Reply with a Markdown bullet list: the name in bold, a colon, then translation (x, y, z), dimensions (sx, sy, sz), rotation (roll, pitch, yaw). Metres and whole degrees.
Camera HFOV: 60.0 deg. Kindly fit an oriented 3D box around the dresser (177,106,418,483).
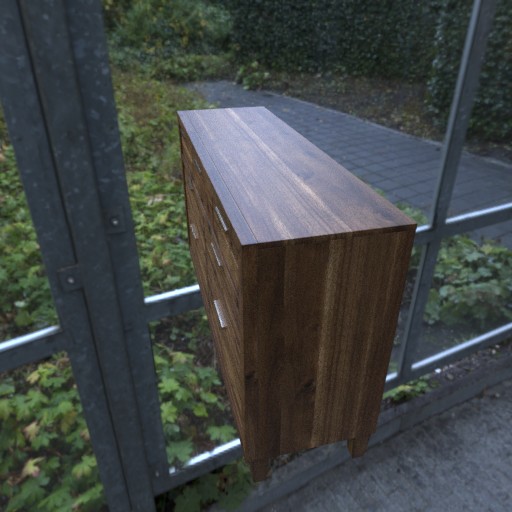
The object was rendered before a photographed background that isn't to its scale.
- **dresser**: translation (0.000, 0.000, 1.813), dimensions (0.438, 0.892, 1.387), rotation (-7, 31, -13)
